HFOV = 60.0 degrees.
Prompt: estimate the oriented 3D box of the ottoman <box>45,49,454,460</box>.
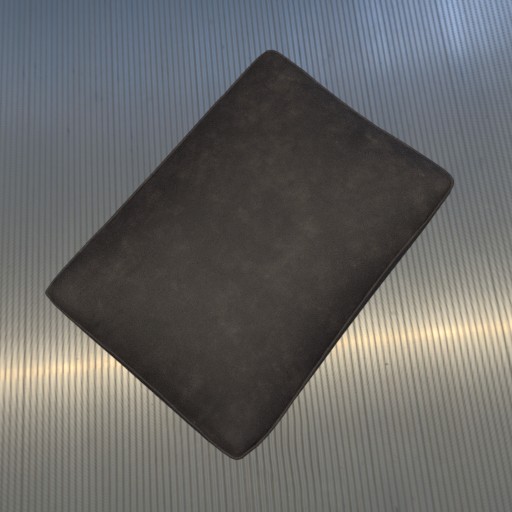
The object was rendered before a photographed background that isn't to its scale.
[{"bbox_3d":[0.000,0.000,0.975,0.501,0.413,0.665,38,80,8],"label":"ottoman"}]
